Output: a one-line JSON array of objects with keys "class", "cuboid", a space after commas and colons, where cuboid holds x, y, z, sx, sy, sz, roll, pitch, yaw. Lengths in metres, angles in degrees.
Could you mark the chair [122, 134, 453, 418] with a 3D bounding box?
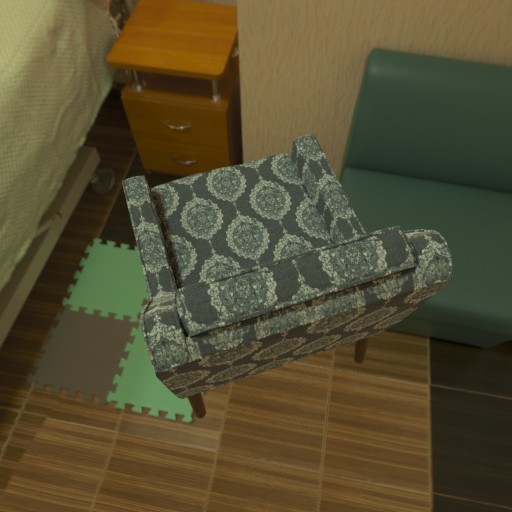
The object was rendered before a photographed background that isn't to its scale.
[{"class": "chair", "cuboid": [0.000, 0.000, 1.336, 0.663, 0.792, 0.743, -16, 60, -10]}]
